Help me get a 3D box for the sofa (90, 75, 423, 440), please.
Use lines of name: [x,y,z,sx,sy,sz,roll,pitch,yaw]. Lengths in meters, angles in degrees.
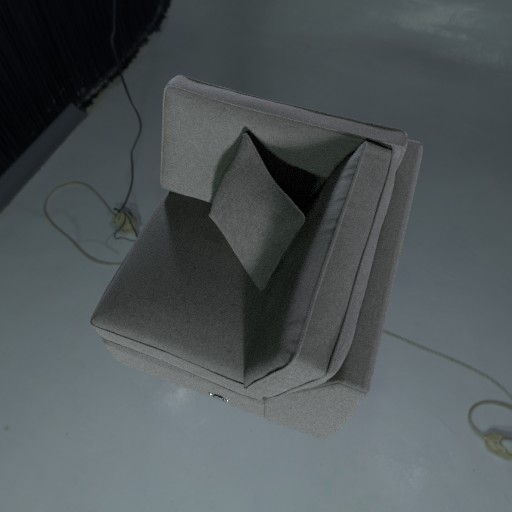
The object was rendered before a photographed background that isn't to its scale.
sofa: [0.000,0.000,1.918,1.084,1.002,1.146,17,59,10]
